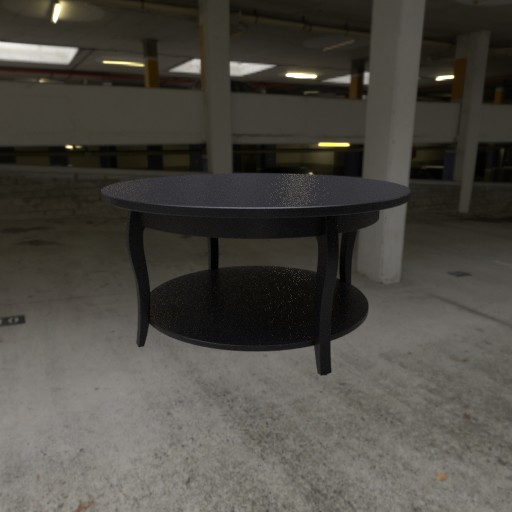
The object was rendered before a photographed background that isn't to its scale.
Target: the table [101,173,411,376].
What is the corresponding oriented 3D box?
[{"bbox_3d":[0.000,0.000,1.436,0.914,0.457,0.914,0,15,0],"label":"table"}]
